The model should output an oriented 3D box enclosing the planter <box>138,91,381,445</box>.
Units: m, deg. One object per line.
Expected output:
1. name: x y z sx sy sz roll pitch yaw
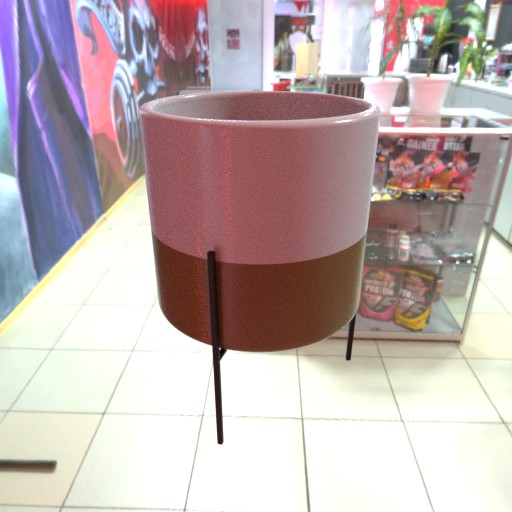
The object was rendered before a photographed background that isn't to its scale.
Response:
1. planter: 0.000 0.000 0.656 0.310 0.432 0.310 17 31 31
